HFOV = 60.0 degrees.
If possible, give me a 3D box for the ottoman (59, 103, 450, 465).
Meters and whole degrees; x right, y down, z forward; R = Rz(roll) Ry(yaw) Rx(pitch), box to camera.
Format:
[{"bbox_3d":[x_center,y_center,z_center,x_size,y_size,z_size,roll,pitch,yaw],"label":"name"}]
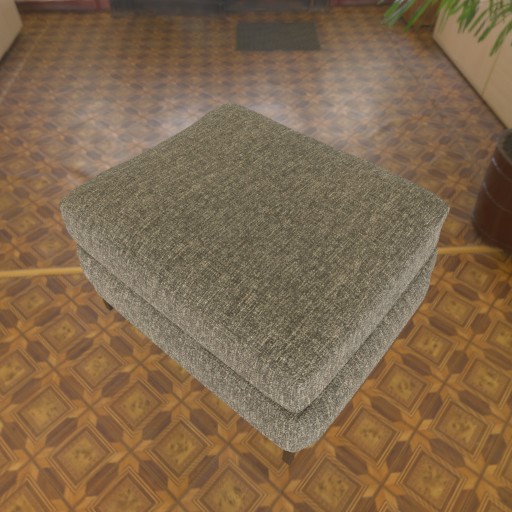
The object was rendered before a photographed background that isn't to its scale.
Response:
[{"bbox_3d":[0.000,0.000,1.223,0.828,0.480,0.683,32,56,26],"label":"ottoman"}]
